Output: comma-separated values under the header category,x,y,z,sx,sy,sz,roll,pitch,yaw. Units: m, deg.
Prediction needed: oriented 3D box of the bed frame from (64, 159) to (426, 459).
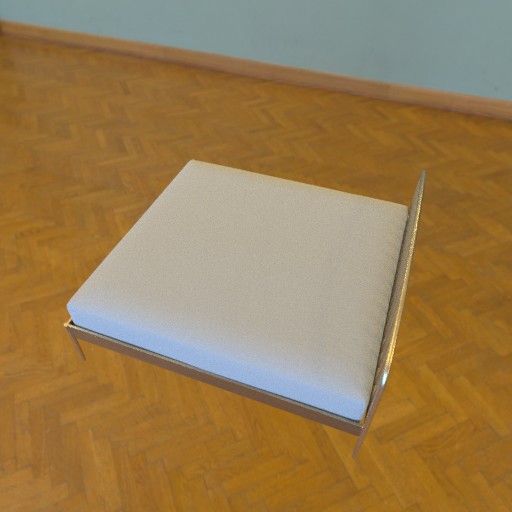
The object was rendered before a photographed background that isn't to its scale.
category,x,y,z,sx,sy,sz,roll,pitch,yaw
bed frame,0.000,0.000,3.435,2.152,1.174,2.016,15,47,14
